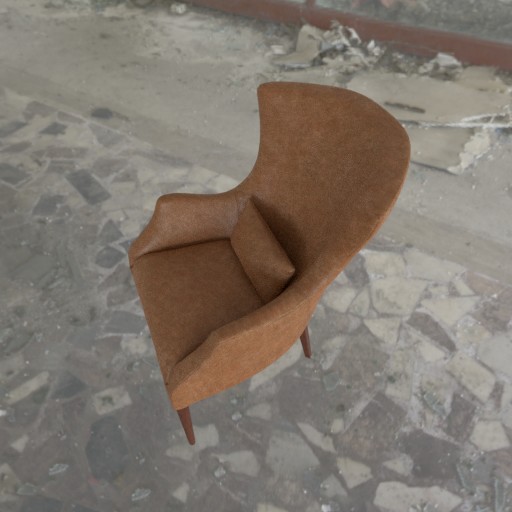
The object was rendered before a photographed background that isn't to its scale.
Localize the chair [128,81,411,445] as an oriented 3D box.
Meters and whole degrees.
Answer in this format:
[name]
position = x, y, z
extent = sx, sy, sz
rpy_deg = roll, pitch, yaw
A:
[chair]
position = 0.000, 0.000, 1.759
extent = 0.955, 1.067, 0.846
rpy_deg = -17, 49, -15
